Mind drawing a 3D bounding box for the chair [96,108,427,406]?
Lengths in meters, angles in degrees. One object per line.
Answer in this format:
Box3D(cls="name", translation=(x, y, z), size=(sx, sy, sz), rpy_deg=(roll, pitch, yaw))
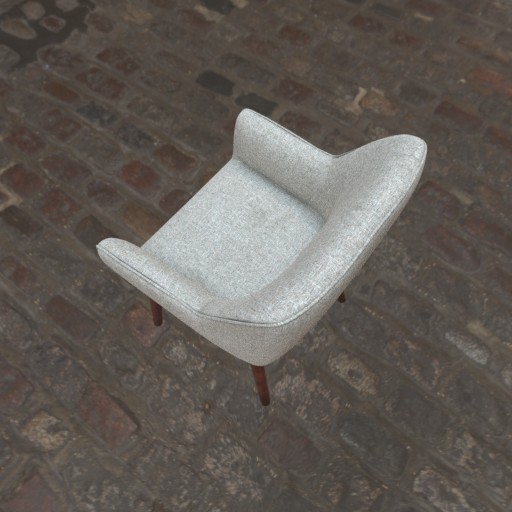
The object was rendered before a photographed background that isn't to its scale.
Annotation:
Box3D(cls="chair", translation=(0.000, 0.000, 1.142), size=(0.519, 0.803, 0.543), rpy_deg=(35, 68, 16))
